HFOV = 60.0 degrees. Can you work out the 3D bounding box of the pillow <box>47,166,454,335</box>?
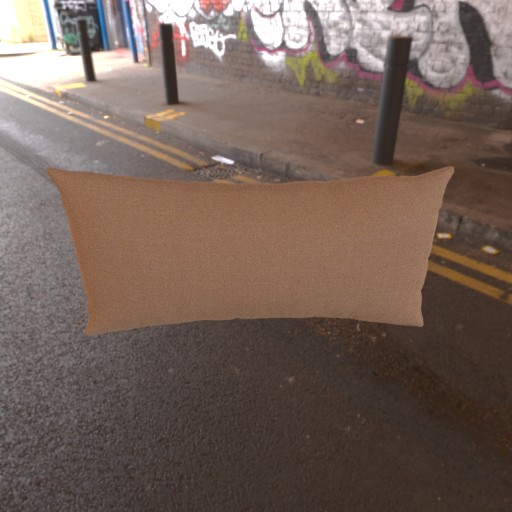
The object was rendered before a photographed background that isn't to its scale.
[{"bbox_3d":[0.000,0.000,0.727,0.612,0.308,0.148,-1,30,-2],"label":"pillow"}]
